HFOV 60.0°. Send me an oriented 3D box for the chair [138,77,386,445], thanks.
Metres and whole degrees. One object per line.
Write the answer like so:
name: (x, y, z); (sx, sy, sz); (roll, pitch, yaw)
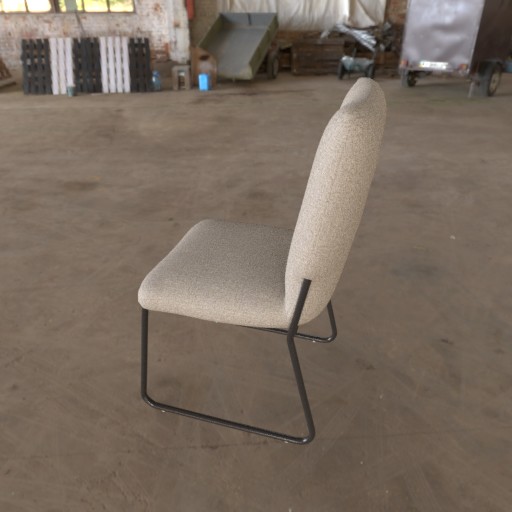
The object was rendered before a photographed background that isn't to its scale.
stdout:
chair: (0.000, 0.000, 1.180); (0.560, 0.864, 0.448); (9, 31, 14)
